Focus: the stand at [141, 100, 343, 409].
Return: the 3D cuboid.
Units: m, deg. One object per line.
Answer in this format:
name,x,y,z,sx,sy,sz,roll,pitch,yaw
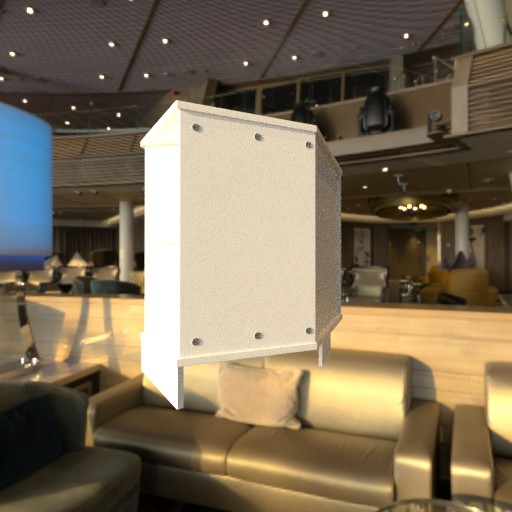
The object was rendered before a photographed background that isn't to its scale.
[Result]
stand,0.000,0.000,1.389,0.477,0.614,1.072,0,0,17
